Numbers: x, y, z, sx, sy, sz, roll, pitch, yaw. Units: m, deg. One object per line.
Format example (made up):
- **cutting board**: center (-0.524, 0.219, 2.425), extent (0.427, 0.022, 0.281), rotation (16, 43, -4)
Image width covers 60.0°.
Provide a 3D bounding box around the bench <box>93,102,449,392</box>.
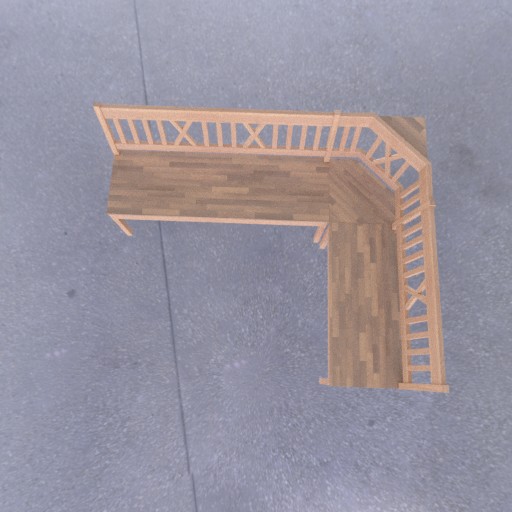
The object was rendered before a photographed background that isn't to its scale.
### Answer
- **bench**: center (0.000, 0.000, 2.790), extent (1.937, 0.902, 1.537), rotation (2, 75, 1)
